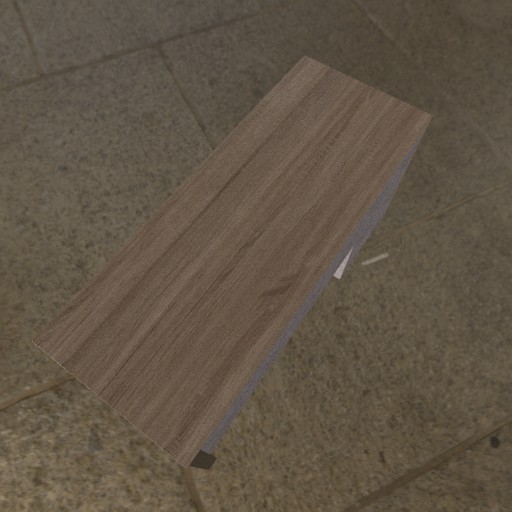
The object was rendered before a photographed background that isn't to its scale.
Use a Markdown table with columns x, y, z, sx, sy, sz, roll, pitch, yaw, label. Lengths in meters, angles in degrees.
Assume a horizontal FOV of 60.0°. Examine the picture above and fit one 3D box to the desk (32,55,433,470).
| x | y | z | sx | sy | sz | roll | pitch | yaw | label |
| --- | --- | --- | --- | --- | --- | --- | --- | --- | --- |
| 0.000 | 0.000 | 2.051 | 0.690 | 0.760 | 1.700 | 32 | 68 | 15 | desk |
